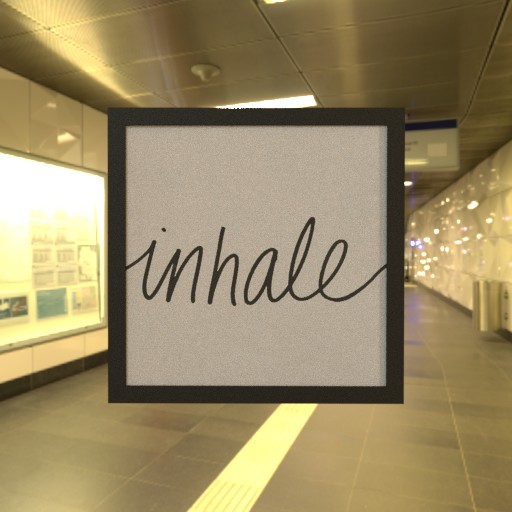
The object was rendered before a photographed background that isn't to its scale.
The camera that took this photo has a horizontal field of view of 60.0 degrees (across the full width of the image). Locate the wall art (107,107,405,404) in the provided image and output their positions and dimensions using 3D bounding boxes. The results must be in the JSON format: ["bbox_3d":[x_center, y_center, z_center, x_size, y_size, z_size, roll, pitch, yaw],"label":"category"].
[{"bbox_3d":[0.000,0.000,0.538,0.356,0.356,0.013,0,1,0],"label":"wall art"}]
